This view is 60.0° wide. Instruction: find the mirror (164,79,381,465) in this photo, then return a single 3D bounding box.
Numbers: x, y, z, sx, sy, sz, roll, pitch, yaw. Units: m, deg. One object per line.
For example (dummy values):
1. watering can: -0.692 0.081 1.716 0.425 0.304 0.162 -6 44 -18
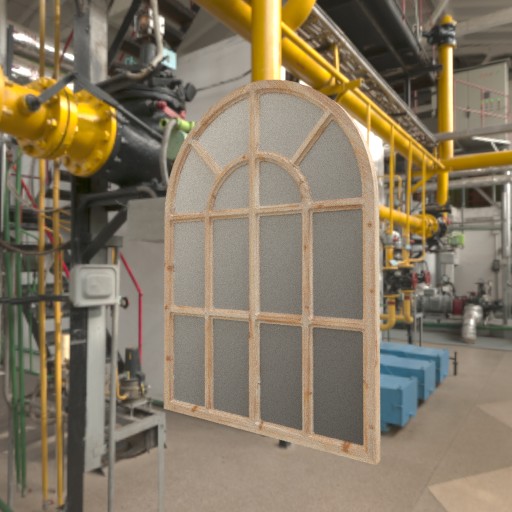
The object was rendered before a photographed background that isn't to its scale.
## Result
1. mirror: 0.000 0.000 1.177 0.660 0.920 0.032 -1 -1 35
